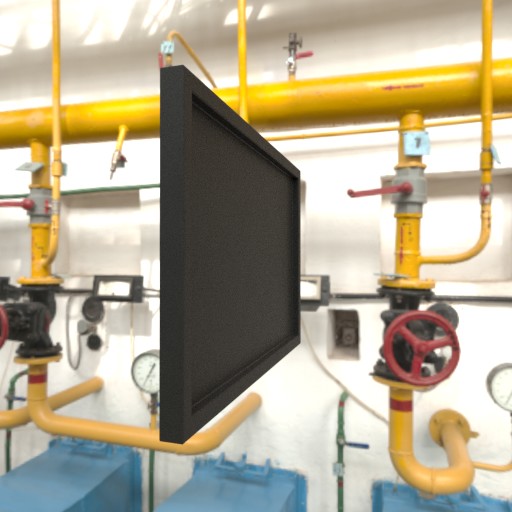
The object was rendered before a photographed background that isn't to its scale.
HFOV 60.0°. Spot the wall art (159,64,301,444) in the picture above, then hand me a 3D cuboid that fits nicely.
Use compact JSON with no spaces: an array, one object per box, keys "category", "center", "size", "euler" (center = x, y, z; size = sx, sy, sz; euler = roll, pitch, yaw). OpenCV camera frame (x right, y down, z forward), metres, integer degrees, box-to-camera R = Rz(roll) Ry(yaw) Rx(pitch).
[{"category":"wall art","center":[0.000,0.000,0.565],"size":[0.021,0.301,0.443],"euler":[0,0,18]}]
